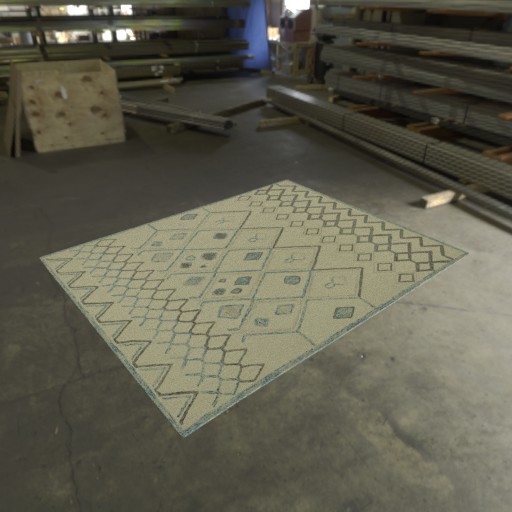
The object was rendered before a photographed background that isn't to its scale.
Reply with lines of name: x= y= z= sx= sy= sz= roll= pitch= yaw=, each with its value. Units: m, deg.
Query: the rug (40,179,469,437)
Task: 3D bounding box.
rug: x=0.000 y=0.000 z=4.017 sx=3.056 sy=0.013 sz=2.441 roll=-23 pitch=38 yaw=-33
